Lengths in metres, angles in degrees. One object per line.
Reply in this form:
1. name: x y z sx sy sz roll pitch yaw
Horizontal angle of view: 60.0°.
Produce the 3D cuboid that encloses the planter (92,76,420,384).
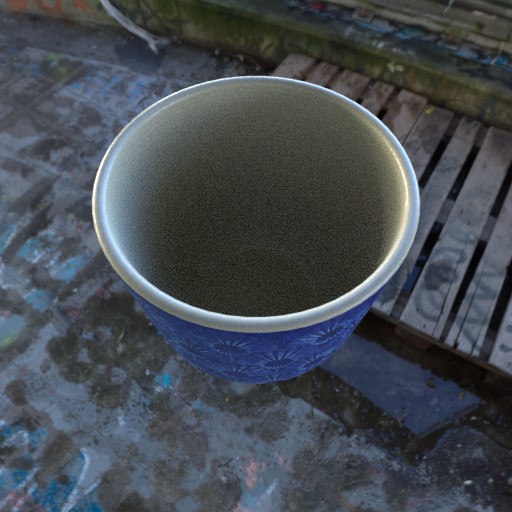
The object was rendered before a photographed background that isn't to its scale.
1. planter: 0.000 0.000 0.362 0.206 0.190 0.206 0 59 0
